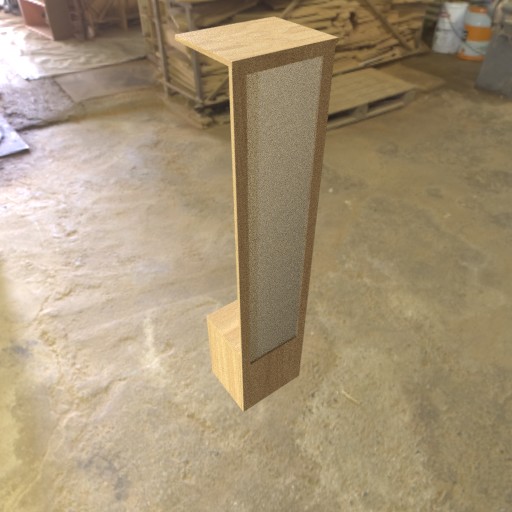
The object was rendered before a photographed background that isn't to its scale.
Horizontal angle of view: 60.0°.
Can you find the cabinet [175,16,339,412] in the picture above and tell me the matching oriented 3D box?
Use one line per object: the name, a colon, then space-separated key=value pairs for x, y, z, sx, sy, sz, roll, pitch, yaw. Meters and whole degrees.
cabinet: x=0.000 y=0.000 z=2.046 sx=0.411 sy=1.879 sz=0.338 roll=-25 pitch=47 yaw=-26
